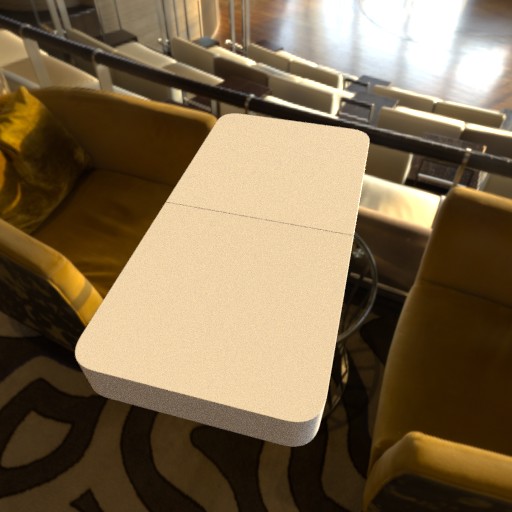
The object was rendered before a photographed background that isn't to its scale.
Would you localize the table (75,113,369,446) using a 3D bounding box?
[{"bbox_3d":[0.000,0.000,1.493,0.600,0.340,1.200,11,48,10],"label":"table"}]
